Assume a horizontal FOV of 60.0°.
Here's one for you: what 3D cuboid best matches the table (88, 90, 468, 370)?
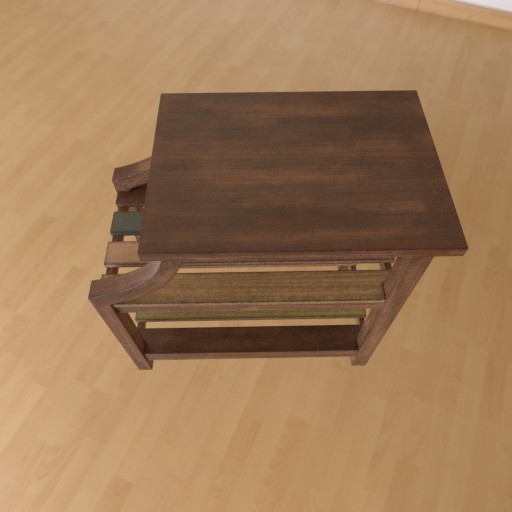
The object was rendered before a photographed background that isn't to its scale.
[{"bbox_3d":[0.000,0.000,0.979,0.609,0.584,0.356,-1,58,-1],"label":"table"}]
